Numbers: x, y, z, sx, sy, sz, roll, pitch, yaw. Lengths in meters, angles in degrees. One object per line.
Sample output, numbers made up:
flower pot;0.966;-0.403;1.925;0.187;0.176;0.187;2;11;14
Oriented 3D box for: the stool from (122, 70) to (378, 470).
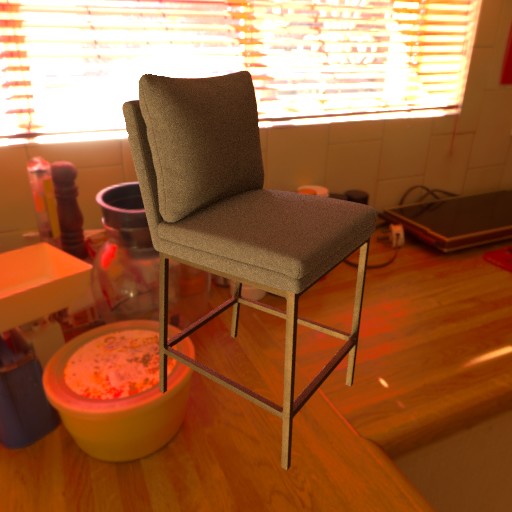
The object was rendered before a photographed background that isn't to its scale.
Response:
stool;0.000;0.000;1.344;0.569;1.031;0.463;17;30;32
